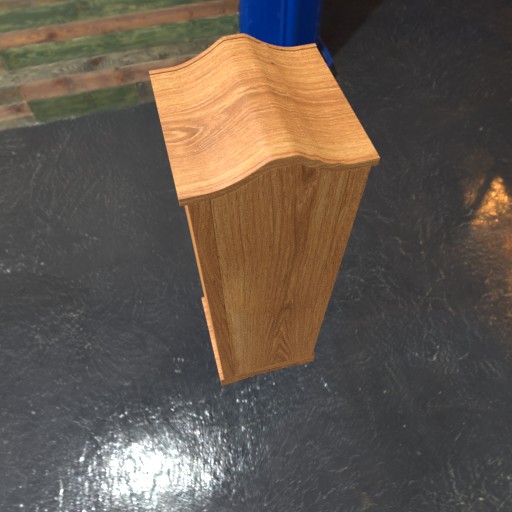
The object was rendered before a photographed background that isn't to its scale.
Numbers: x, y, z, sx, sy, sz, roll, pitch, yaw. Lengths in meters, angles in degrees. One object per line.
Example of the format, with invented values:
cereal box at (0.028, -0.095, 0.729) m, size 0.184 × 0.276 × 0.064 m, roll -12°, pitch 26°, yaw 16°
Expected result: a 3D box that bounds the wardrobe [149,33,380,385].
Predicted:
wardrobe at (0.000, 0.000, 2.106) m, size 0.590 × 1.870 × 0.570 m, roll -13°, pitch 59°, yaw -8°
